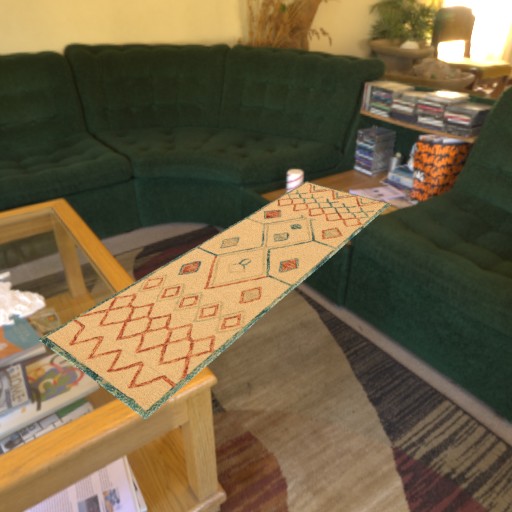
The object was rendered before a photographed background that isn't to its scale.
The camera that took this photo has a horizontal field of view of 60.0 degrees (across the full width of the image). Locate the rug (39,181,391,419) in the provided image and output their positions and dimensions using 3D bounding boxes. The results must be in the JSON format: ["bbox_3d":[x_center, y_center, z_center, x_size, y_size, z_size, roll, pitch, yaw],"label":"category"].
[{"bbox_3d":[0.000,0.000,2.735,0.750,0.011,2.435,21,38,31],"label":"rug"}]
